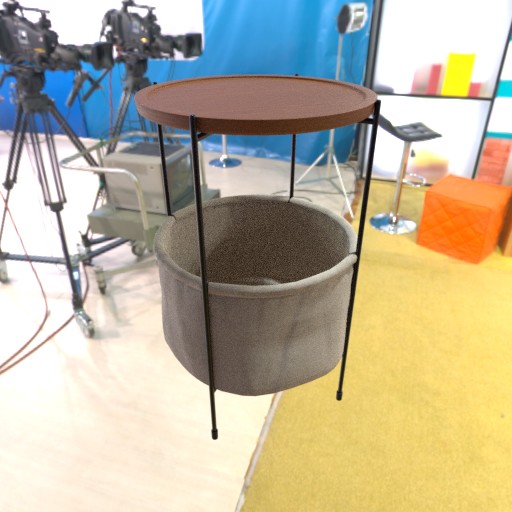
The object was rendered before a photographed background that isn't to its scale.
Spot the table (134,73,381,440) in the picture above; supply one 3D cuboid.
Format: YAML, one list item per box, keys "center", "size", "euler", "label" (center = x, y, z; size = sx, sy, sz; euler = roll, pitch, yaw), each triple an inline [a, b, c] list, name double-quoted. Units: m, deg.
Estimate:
- center: [0.000, 0.000, 0.876]
  size: [0.393, 0.623, 0.393]
  euler: [-11, 32, -18]
  label: "table"
